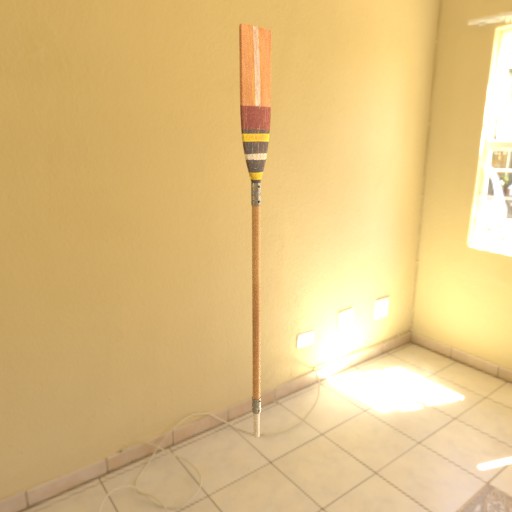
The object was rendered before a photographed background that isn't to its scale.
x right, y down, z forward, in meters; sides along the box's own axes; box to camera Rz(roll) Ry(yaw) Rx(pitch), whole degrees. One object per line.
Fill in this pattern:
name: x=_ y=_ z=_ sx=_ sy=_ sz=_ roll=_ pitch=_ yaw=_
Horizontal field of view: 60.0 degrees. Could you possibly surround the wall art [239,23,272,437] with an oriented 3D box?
wall art: x=0.000 y=0.000 z=1.652 sx=0.038 sy=1.556 sz=0.146 roll=13 pitch=20 yaw=42
